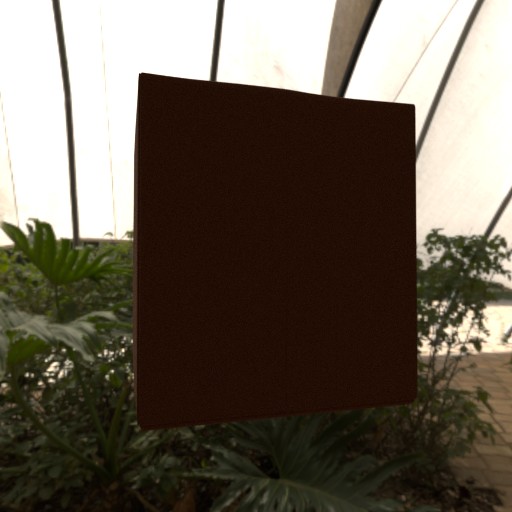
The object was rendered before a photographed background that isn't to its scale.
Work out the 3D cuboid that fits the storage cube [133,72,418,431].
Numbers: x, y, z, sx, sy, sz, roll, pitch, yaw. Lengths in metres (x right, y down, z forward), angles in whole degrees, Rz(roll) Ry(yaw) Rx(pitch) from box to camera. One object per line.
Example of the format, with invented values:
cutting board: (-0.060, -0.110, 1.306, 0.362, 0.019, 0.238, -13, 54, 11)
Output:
storage cube: (0.000, 0.000, 0.505, 0.270, 0.280, 0.270, 0, -1, -16)
